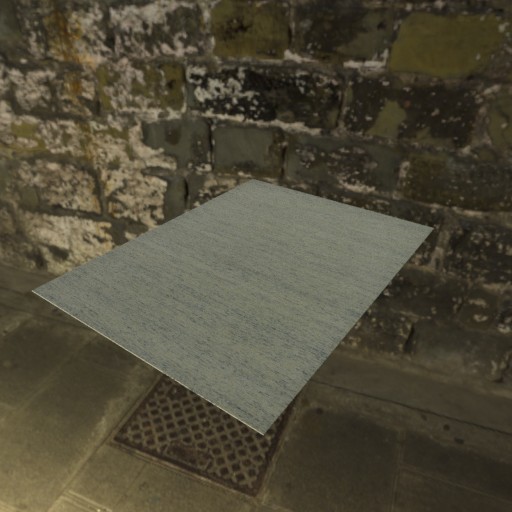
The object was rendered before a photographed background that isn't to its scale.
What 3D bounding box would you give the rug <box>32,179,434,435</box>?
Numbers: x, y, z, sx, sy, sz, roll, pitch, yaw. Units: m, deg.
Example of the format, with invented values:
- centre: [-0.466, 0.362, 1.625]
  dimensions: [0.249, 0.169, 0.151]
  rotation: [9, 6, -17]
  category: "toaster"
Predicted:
- centre: [0.000, 0.000, 4.301]
  dimensions: [2.438, 0.006, 3.197]
  rotation: [21, 37, 30]
  category: "rug"
